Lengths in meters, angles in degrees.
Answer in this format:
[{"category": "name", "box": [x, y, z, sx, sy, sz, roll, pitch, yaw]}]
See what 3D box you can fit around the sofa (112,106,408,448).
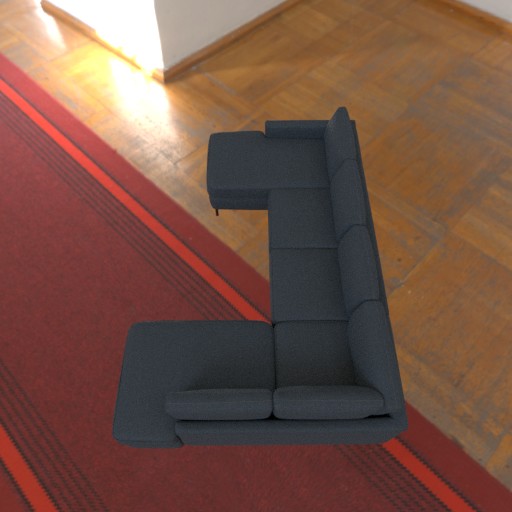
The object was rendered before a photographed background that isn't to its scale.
[{"category": "sofa", "box": [0.000, 0.000, 3.775, 1.984, 0.858, 2.975, 0, 58, 0]}]
